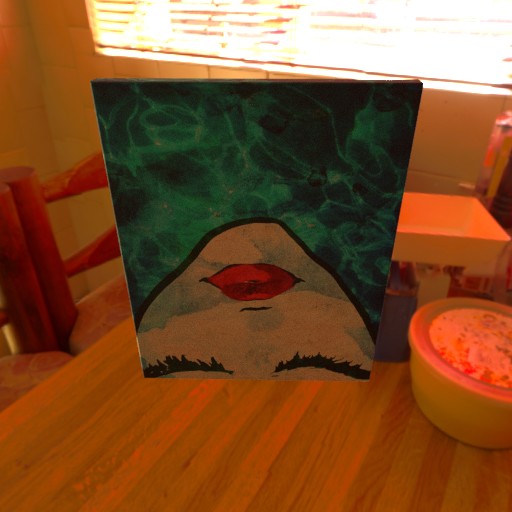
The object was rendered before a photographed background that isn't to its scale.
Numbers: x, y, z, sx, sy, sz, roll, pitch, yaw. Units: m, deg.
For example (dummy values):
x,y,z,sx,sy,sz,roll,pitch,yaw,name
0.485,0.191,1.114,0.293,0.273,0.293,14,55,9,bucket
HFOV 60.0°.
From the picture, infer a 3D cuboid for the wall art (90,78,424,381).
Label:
x,y,z,sx,sy,sz,roll,pitch,yaw,name
0.000,0.000,1.018,0.609,0.760,0.038,1,31,1,wall art
